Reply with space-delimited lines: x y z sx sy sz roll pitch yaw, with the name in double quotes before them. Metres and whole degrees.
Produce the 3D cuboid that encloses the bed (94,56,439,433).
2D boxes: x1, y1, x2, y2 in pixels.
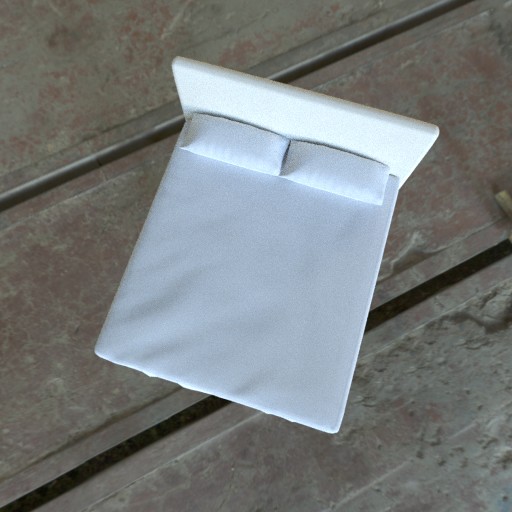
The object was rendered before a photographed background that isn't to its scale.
"bed" 0.000 0.000 3.585 2.119 1.317 2.341 17 75 5
